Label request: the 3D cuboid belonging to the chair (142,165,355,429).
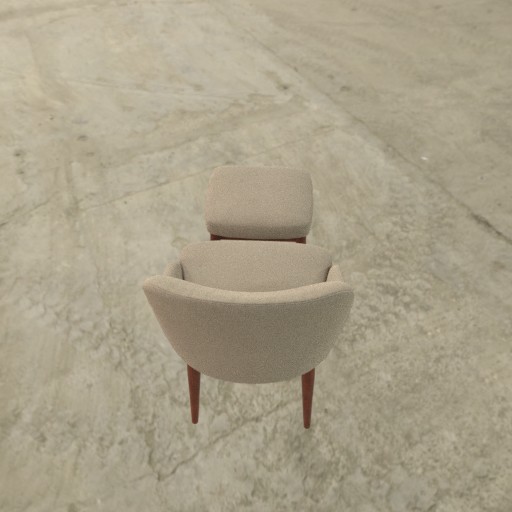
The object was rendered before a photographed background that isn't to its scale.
[{"bbox_3d":[0.000,0.000,1.601,0.584,0.866,1.114,2,46,2],"label":"chair"}]
